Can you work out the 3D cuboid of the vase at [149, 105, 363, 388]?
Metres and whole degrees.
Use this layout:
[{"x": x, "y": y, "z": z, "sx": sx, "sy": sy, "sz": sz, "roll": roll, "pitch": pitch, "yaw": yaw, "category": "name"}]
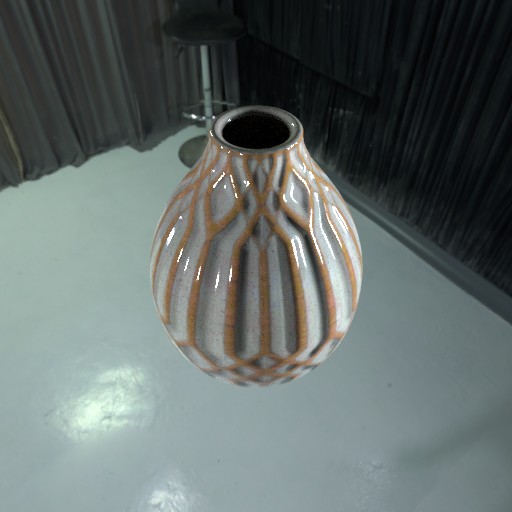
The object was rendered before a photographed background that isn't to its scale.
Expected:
[{"x": 0.000, "y": 0.000, "z": 0.271, "sx": 0.131, "sy": 0.175, "sz": 0.131, "roll": 0, "pitch": 46, "yaw": 0, "category": "vase"}]
